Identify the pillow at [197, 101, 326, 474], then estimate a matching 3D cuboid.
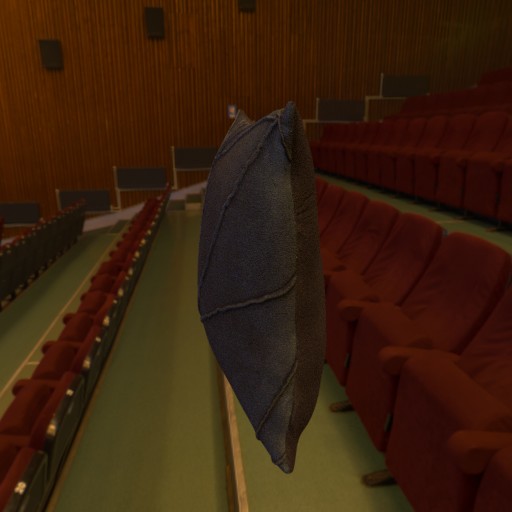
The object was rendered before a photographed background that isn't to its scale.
[{"bbox_3d":[0.000,0.000,0.679,0.183,0.440,0.439,-2,16,-8],"label":"pillow"}]
